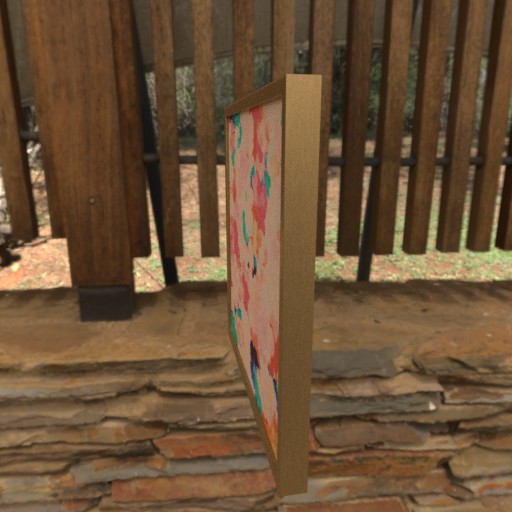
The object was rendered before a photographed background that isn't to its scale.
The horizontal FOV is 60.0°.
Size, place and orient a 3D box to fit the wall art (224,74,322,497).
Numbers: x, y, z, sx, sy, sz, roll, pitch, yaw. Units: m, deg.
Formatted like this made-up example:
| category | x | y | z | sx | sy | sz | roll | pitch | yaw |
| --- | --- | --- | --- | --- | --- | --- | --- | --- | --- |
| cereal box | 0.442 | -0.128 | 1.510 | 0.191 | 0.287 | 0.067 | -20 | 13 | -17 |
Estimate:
| category | x | y | z | sx | sy | sz | roll | pitch | yaw |
| --- | --- | --- | --- | --- | --- | --- | --- | --- | --- |
| wall art | 0.000 | 0.000 | 0.752 | 0.037 | 0.509 | 0.510 | -3 | 15 | -11 |
